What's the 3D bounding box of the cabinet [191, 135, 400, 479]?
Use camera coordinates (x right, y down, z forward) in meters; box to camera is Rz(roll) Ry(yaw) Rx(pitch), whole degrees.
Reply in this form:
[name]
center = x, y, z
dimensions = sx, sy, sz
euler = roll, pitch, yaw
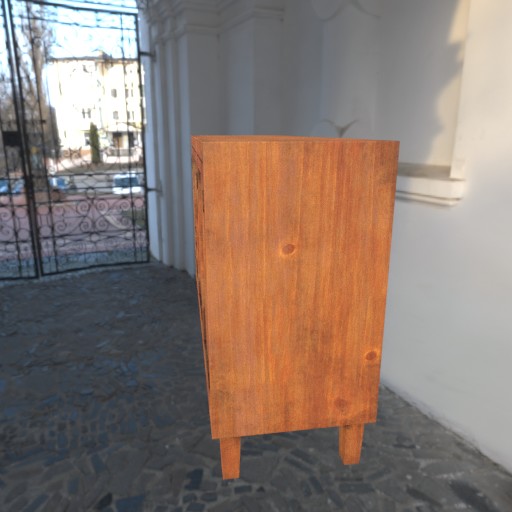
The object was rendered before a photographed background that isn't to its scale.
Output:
[cabinet]
center = 0.000, 0.000, 1.555
dimensions = 0.403, 0.805, 1.204
euler = -2, 16, -9
